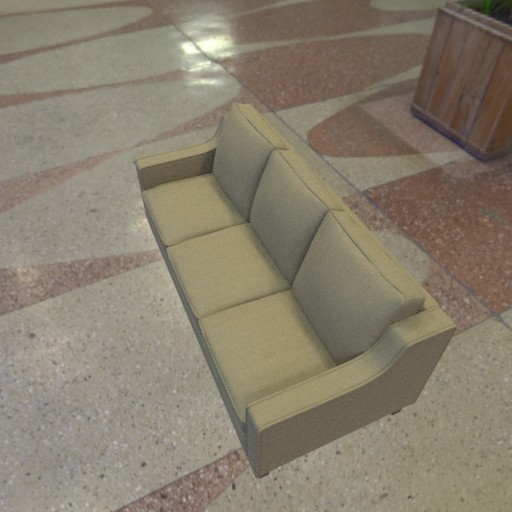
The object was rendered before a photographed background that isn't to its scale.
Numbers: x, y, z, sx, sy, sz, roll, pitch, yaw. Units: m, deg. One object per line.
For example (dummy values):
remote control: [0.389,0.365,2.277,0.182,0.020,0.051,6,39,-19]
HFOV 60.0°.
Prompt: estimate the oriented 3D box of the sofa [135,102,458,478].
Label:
sofa: [0.000,0.000,2.522,0.911,0.974,1.986,-18,48,-17]
